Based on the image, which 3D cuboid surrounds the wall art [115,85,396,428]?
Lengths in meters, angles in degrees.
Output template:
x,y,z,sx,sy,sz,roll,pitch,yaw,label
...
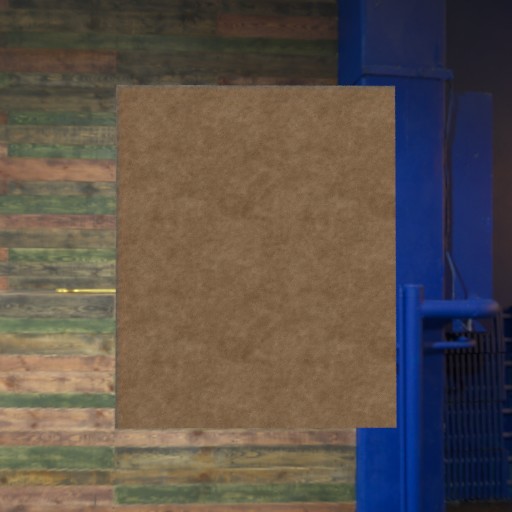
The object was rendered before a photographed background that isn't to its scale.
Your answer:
x,y,z,sx,sy,sz,roll,pitch,yaw,label
0.000,0.000,0.735,0.453,0.554,0.037,0,-1,-1,wall art
